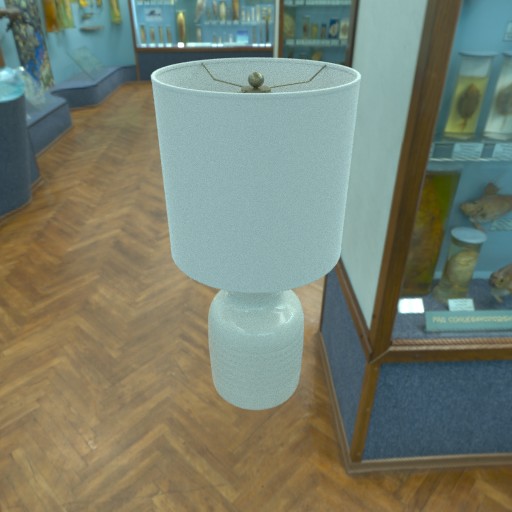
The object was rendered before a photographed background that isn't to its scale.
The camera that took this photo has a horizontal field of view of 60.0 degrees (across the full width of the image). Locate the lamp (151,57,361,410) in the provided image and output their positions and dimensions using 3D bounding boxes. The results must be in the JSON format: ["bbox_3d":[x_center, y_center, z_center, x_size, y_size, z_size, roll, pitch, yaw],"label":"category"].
[{"bbox_3d":[0.000,0.000,0.506,0.188,0.392,0.188,0,32,0],"label":"lamp"}]
